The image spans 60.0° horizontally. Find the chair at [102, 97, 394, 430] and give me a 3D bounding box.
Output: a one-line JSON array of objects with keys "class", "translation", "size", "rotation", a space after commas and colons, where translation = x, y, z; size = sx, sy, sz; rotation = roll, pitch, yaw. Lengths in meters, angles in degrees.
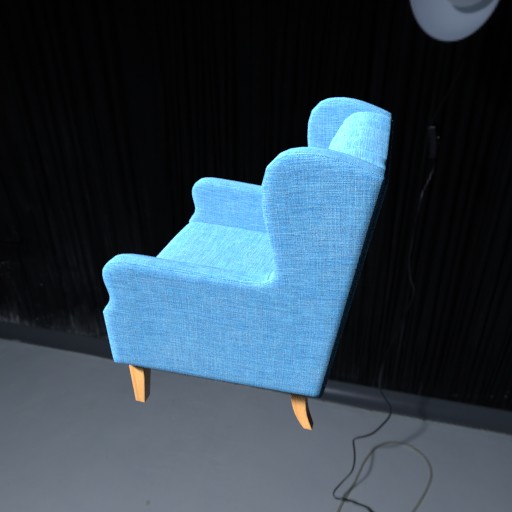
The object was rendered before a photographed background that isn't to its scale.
[{"class": "chair", "translation": [0.000, 0.000, 1.519], "size": [0.775, 0.952, 0.711], "rotation": [8, 32, 14]}]
